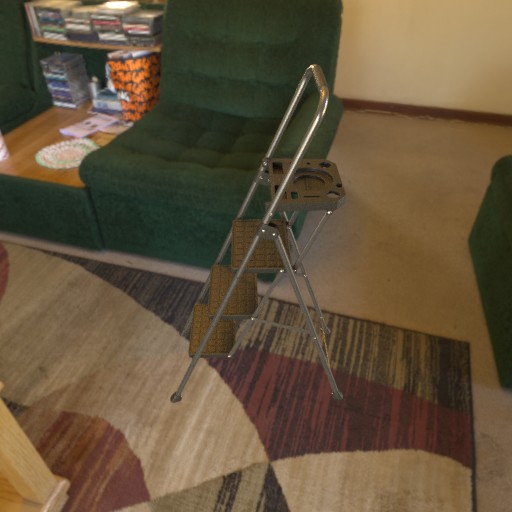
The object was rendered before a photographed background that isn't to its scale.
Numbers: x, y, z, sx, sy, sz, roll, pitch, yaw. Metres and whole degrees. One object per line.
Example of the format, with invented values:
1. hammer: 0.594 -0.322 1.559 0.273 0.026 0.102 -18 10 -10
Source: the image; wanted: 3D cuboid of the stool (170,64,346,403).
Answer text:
1. stool: 0.000 0.000 1.600 0.733 1.277 0.396 -1 41 -1
